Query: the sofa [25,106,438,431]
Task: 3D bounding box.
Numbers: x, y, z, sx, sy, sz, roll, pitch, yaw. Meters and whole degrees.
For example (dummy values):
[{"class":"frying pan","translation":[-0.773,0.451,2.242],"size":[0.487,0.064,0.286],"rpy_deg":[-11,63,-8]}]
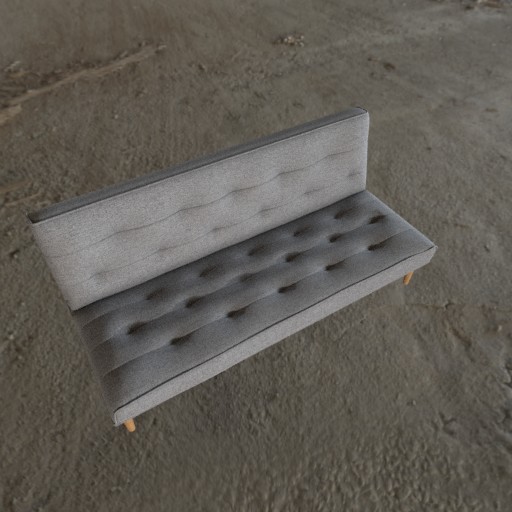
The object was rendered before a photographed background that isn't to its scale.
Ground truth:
[{"class":"sofa","translation":[0.000,0.000,2.237],"size":[1.820,0.830,0.810],"rpy_deg":[-23,51,-21]}]
